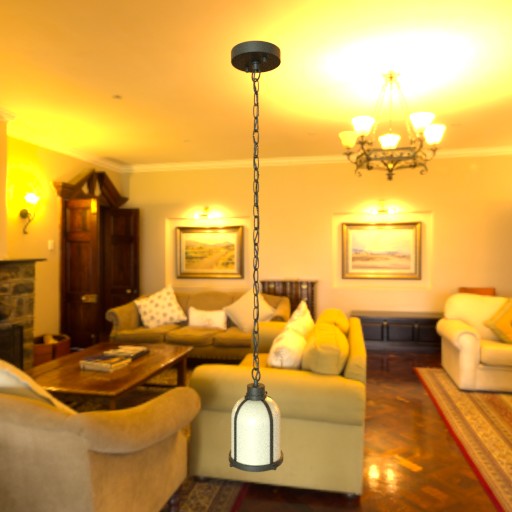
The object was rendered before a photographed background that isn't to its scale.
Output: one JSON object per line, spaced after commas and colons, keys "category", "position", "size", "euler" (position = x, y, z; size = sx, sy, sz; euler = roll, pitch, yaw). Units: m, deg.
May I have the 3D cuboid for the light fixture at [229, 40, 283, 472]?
{"category": "light fixture", "position": [0.000, 0.000, 1.288], "size": [0.178, 1.181, 0.178], "euler": [0, 0, -37]}
